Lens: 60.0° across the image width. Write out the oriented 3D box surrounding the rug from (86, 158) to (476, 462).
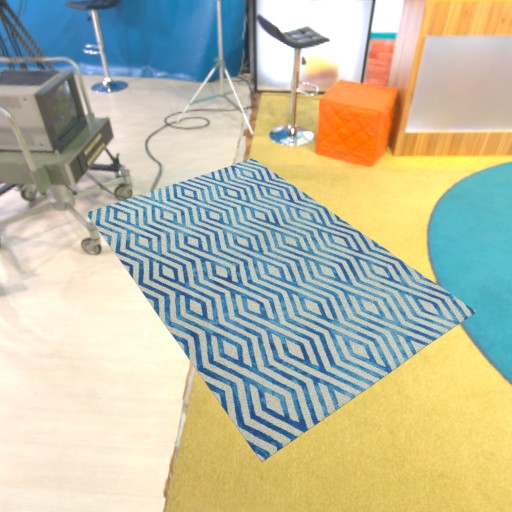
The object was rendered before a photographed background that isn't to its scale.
[{"bbox_3d":[0.000,0.000,2.360,1.225,0.008,1.830,-24,46,-26],"label":"rug"}]
